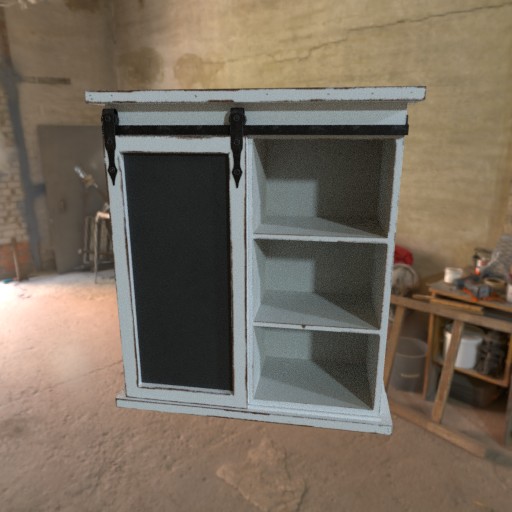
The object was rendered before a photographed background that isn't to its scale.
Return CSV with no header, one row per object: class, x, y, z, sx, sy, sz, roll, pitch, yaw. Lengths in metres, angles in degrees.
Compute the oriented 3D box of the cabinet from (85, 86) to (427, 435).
cabinet,0.000,0.000,0.873,0.541,0.603,0.210,3,16,9
